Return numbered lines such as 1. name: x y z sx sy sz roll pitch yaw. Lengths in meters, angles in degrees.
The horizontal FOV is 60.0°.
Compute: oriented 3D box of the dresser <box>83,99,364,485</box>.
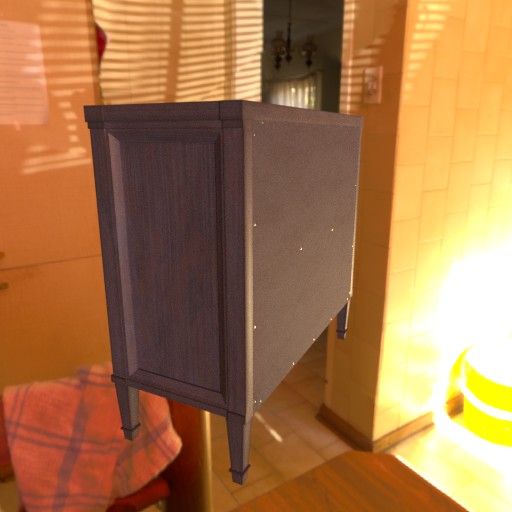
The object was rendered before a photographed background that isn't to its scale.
1. dresser: 0.000 0.000 1.599 0.463 0.986 1.049 8 17 26
